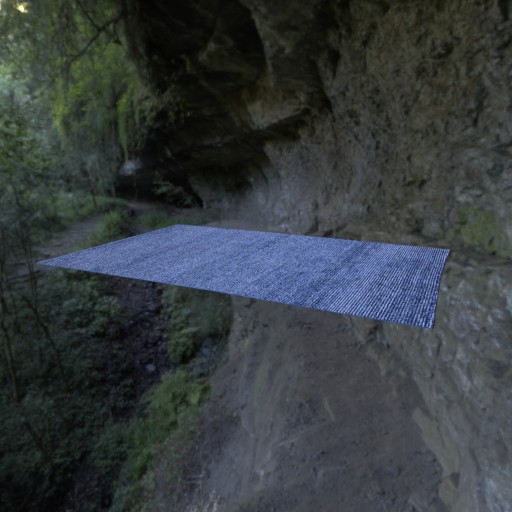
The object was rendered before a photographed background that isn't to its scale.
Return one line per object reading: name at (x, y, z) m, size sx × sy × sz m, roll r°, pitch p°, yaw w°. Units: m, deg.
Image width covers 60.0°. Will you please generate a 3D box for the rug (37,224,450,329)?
rug at (0.000, 0.000, 2.199) m, size 1.740 × 0.010 × 1.135 m, roll 7°, pitch 16°, yaw 25°
